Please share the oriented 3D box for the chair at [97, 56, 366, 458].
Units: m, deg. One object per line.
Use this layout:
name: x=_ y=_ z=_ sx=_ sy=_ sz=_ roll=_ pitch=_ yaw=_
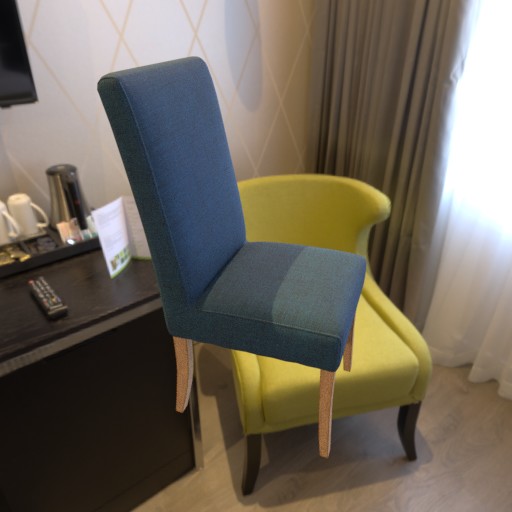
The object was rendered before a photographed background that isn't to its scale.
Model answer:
chair: x=0.000 y=0.000 z=1.308 sx=0.610 sy=1.029 sz=0.450 roll=10 pitch=31 yaw=18
